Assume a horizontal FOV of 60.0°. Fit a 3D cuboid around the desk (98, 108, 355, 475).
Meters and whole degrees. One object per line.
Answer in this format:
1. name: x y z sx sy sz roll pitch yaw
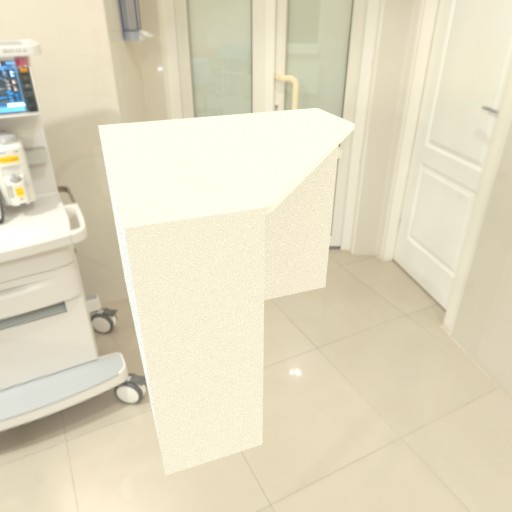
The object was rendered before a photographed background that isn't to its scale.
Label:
1. desk: 0.000 0.000 1.636 0.926 0.818 0.940 -10 31 -18
